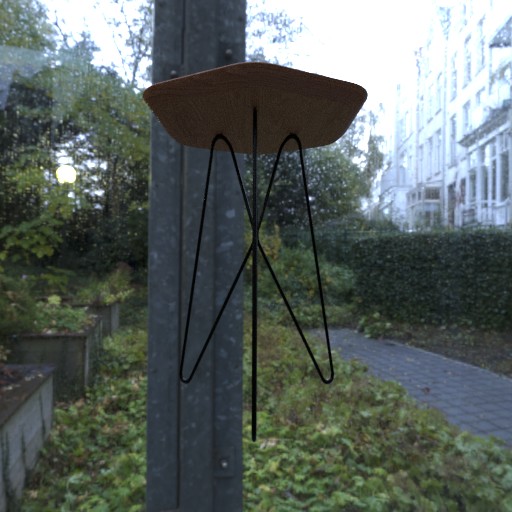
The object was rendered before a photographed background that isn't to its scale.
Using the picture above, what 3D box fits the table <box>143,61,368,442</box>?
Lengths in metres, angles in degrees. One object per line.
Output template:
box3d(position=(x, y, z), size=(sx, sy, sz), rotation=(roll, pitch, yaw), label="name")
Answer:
box3d(position=(0.000, 0.000, 0.892), size=(0.400, 0.562, 0.500), rotation=(0, -1, 1), label="table")
